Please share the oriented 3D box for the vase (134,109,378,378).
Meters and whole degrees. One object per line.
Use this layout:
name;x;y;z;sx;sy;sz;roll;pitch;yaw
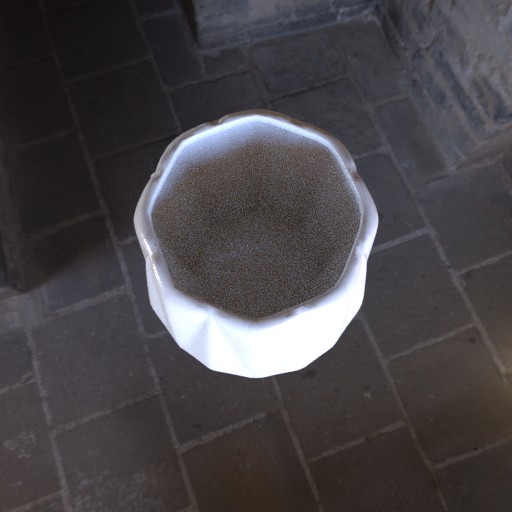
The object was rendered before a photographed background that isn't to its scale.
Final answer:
vase;0.000;0.000;0.265;0.141;0.152;0.141;0;75;0
